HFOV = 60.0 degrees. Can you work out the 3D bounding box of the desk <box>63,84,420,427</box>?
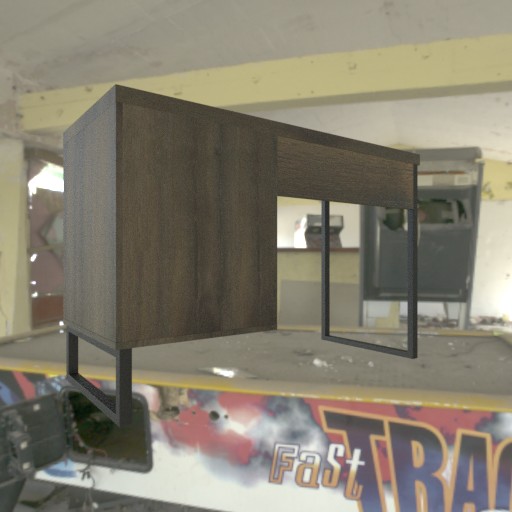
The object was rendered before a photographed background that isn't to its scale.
[{"bbox_3d":[0.000,0.000,1.508,1.134,0.752,0.511,0,0,-36],"label":"desk"}]
